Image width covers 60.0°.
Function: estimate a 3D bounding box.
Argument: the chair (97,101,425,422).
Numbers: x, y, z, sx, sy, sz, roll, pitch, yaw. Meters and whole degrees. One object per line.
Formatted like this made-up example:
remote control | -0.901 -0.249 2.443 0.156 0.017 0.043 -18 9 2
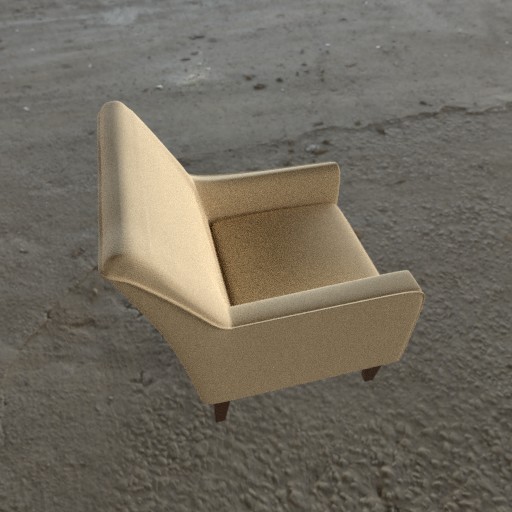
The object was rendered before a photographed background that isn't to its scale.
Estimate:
chair | 0.000 0.000 1.601 0.899 0.919 0.780 -10 47 -10
